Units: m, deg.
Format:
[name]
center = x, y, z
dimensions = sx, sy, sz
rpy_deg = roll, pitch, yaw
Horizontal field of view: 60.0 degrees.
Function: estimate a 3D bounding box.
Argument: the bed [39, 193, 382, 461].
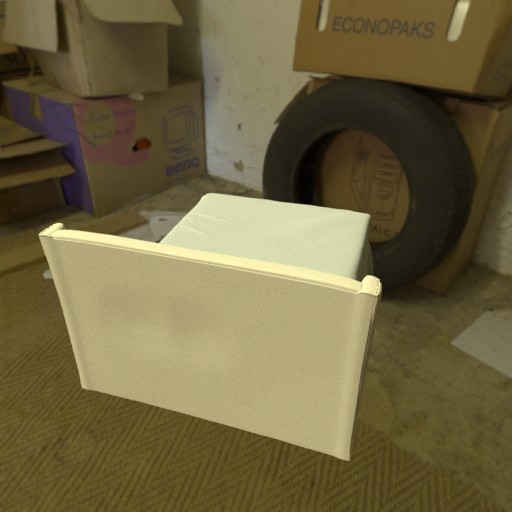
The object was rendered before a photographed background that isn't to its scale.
[bed]
center = 0.000, 0.000, 3.524
dimensions = 1.925, 1.332, 2.276
rpy_deg = 10, 34, 15
